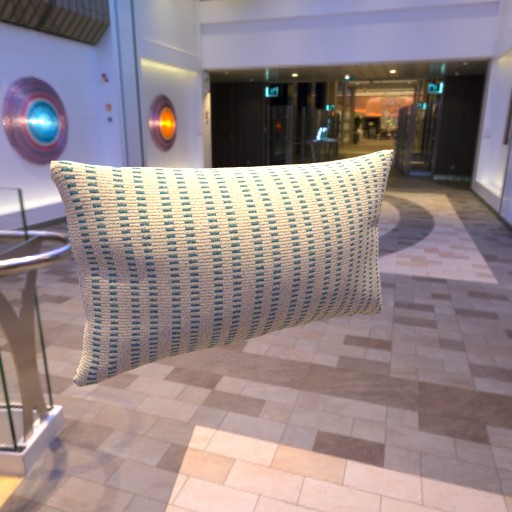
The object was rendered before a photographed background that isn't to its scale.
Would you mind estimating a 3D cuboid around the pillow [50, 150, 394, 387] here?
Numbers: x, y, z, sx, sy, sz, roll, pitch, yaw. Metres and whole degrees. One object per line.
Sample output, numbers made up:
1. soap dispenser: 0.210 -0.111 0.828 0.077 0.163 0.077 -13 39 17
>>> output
1. pillow: 0.000 0.000 0.788 0.640 0.353 0.210 -9 18 -27
